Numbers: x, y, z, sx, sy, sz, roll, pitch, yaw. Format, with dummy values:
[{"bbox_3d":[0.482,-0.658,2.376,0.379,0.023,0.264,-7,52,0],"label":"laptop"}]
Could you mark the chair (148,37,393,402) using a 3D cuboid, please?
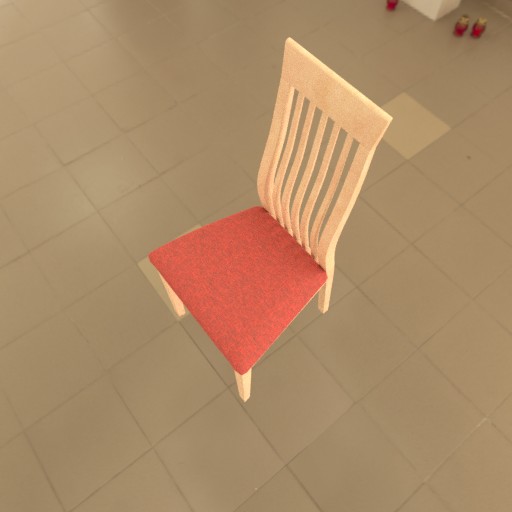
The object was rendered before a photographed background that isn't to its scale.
[{"bbox_3d":[0.000,0.000,1.255,0.474,1.027,0.460,-35,68,-17],"label":"chair"}]
